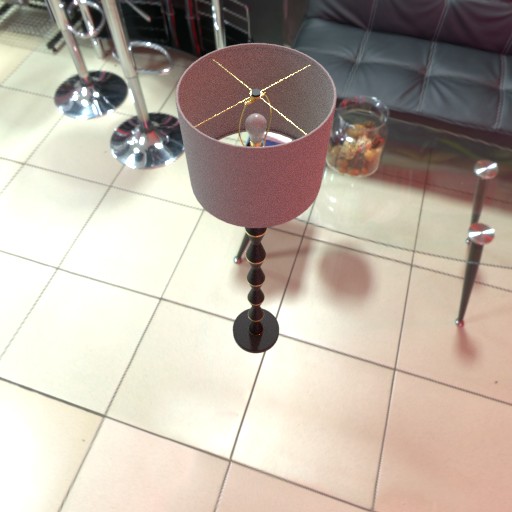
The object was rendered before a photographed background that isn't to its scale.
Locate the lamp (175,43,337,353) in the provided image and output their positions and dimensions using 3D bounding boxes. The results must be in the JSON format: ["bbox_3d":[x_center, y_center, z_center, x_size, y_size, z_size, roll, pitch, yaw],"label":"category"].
[{"bbox_3d":[0.000,0.000,1.675,0.381,1.480,0.381,-35,64,-19],"label":"lamp"}]
